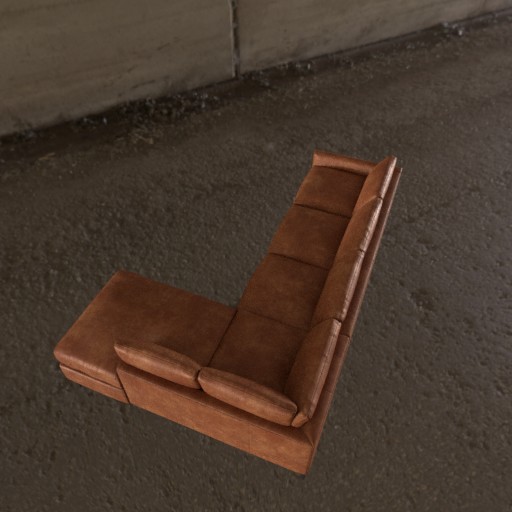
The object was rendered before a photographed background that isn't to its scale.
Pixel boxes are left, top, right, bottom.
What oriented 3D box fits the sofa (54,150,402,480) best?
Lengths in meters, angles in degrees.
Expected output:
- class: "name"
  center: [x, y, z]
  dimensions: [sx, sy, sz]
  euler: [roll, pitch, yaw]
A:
- class: "sofa"
  center: [0.000, 0.000, 3.875]
  dimensions: [1.938, 0.877, 2.984]
  euler: [17, 49, 15]
